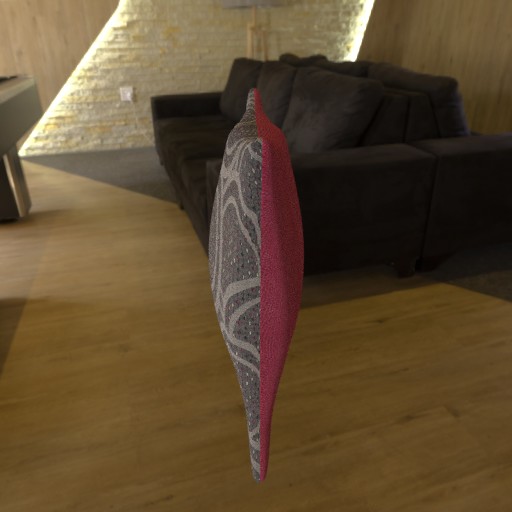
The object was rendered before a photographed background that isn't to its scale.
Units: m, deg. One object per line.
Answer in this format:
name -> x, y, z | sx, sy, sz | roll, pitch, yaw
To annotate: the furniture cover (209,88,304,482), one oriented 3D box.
furniture cover -> 0.000, 0.000, 0.782 | 0.163, 0.513, 0.514 | -1, 26, -1
